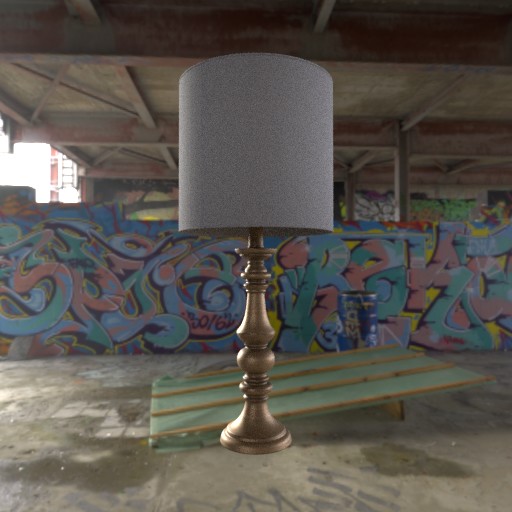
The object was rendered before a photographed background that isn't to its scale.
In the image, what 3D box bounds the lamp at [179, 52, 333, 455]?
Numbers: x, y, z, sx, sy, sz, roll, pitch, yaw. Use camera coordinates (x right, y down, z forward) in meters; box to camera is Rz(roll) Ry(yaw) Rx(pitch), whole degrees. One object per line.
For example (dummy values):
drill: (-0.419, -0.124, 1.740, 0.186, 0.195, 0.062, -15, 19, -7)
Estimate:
lamp: (0.000, 0.000, 0.726, 0.250, 0.597, 0.250, 0, -1, 17)
